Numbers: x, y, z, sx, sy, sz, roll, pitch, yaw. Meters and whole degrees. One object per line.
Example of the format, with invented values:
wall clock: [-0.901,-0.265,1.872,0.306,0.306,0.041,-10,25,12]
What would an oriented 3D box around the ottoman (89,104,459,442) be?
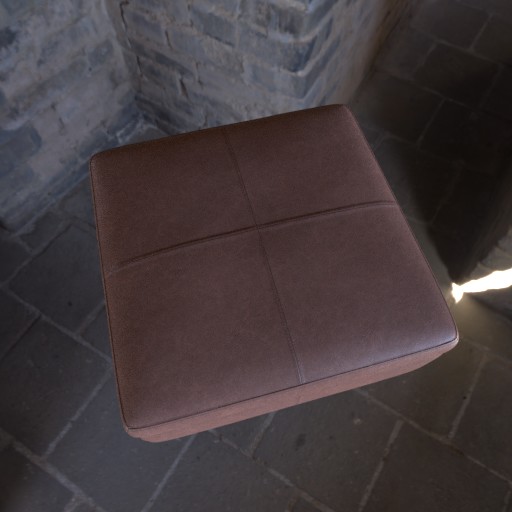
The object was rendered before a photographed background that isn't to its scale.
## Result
ottoman: [0.000,0.000,1.801,1.168,0.490,1.168,-14,64,-7]
